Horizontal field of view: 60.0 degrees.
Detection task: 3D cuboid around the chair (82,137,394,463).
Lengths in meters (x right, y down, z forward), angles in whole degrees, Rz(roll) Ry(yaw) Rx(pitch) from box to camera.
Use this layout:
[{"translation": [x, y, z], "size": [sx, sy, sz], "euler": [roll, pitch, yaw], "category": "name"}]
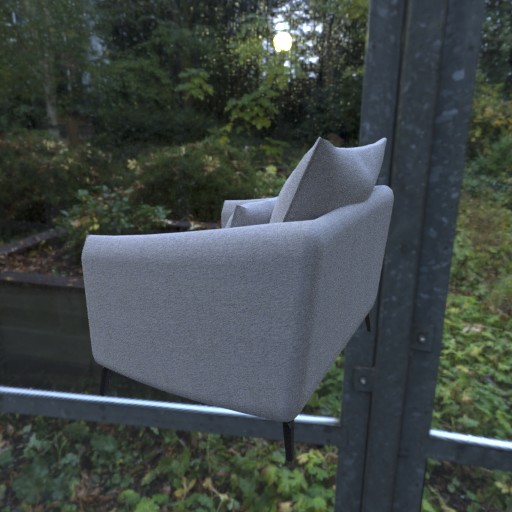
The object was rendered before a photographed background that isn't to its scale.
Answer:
[{"translation": [0.000, 0.000, 1.634], "size": [0.801, 0.856, 1.029], "euler": [8, 17, 26], "category": "chair"}]
